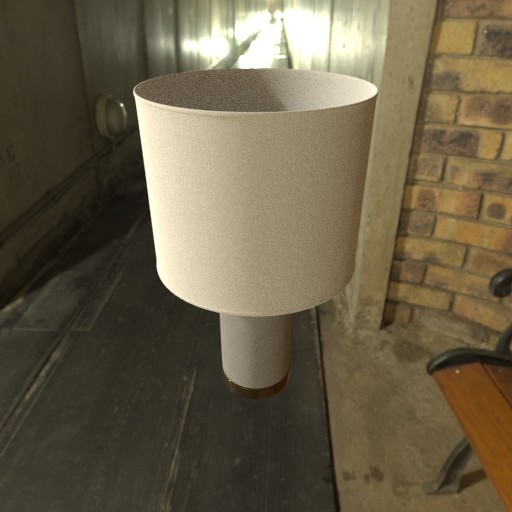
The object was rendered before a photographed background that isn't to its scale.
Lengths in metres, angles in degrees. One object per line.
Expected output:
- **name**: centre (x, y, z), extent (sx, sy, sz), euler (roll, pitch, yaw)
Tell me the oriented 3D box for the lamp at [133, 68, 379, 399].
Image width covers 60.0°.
- **lamp**: centre (0.000, 0.000, 0.521), extent (0.229, 0.380, 0.229), euler (0, 31, 0)
